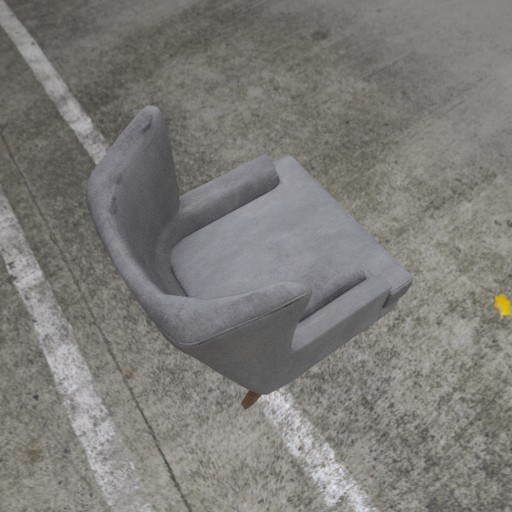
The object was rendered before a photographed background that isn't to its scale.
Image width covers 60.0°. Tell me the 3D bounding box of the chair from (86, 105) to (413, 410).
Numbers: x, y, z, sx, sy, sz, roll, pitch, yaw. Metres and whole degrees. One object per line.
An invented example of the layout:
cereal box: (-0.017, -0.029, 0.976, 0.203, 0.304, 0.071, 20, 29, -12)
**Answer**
chair: (0.000, 0.000, 1.611, 0.906, 0.950, 0.784, -30, 63, -17)
